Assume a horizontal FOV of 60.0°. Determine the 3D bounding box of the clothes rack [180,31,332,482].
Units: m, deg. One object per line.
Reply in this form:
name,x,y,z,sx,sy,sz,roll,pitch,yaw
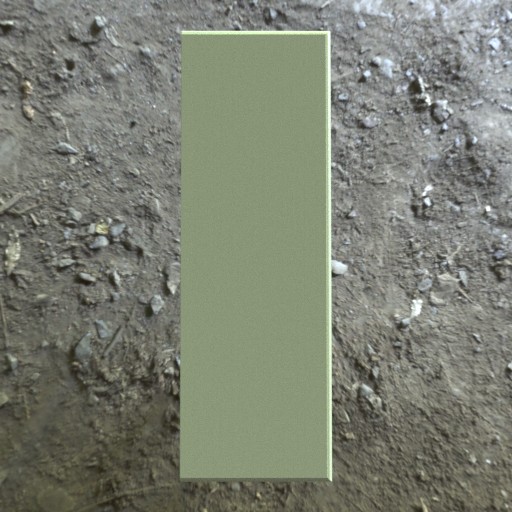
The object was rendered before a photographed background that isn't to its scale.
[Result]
clothes rack,0.000,0.000,1.460,0.405,0.558,1.218,0,89,0
